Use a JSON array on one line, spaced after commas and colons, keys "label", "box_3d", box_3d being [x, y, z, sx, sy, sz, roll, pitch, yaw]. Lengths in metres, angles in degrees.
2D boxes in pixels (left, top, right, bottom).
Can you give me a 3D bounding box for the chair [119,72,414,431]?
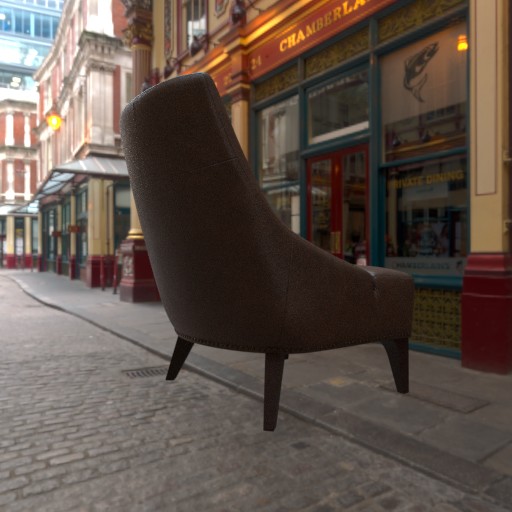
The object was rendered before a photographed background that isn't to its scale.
[{"label": "chair", "box_3d": [0.000, 0.000, 1.503, 0.861, 0.909, 0.701, 0, -1, -36]}]
